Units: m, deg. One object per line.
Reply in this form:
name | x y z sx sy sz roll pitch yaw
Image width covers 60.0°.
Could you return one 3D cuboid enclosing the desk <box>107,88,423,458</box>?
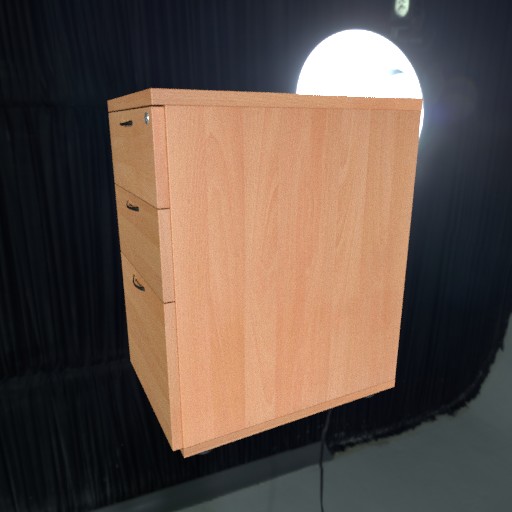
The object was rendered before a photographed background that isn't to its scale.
desk | 0.000 0.000 1.095 0.600 0.730 0.404 -8 18 -26
